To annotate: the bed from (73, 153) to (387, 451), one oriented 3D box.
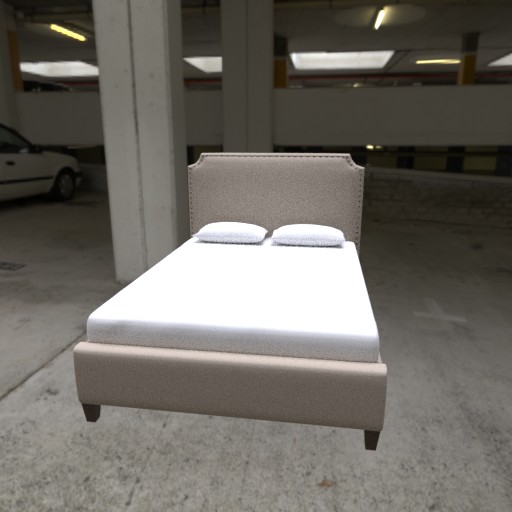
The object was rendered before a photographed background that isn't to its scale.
[{"bbox_3d":[0.000,0.000,3.355,1.713,1.443,2.372,2,15,8],"label":"bed"}]
